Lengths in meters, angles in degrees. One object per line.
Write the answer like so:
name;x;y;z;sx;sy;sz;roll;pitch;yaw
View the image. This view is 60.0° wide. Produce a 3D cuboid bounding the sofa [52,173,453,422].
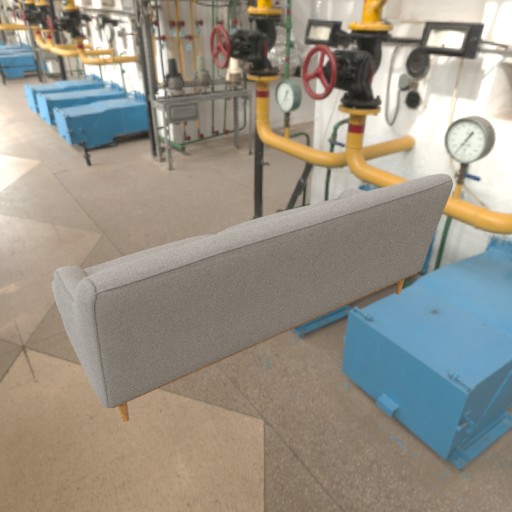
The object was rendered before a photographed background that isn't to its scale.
sofa;0.000;0.000;2.501;2.057;0.871;0.978;-18;35;-29
